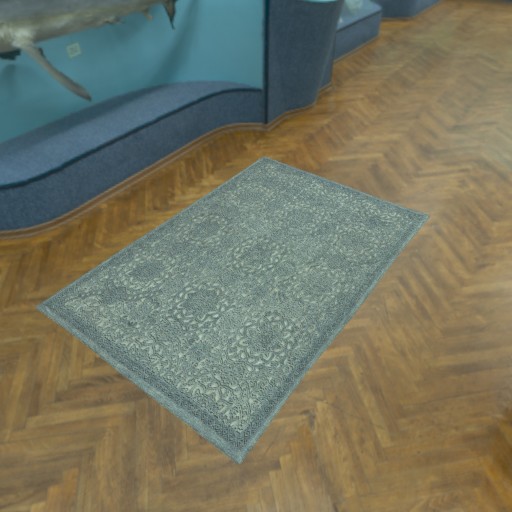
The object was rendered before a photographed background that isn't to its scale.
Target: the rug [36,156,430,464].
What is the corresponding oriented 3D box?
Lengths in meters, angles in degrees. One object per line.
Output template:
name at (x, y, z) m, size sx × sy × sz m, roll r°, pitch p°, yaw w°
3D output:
rug at (0.000, 0.000, 2.352) m, size 1.224 × 0.016 × 1.830 m, roll 26°, pitch 47°, yaw 27°
